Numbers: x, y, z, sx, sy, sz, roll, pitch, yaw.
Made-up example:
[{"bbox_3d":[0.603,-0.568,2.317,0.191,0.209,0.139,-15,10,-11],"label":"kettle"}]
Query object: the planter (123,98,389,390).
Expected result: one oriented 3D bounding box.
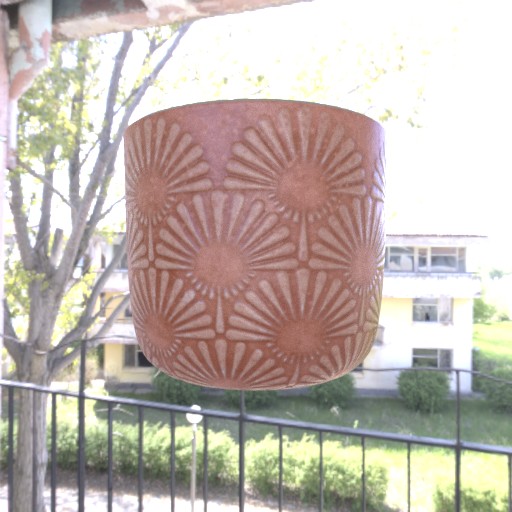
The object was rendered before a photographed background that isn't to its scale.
[{"bbox_3d":[0.000,0.000,0.215,0.124,0.109,0.124,0,-1,0],"label":"planter"}]
